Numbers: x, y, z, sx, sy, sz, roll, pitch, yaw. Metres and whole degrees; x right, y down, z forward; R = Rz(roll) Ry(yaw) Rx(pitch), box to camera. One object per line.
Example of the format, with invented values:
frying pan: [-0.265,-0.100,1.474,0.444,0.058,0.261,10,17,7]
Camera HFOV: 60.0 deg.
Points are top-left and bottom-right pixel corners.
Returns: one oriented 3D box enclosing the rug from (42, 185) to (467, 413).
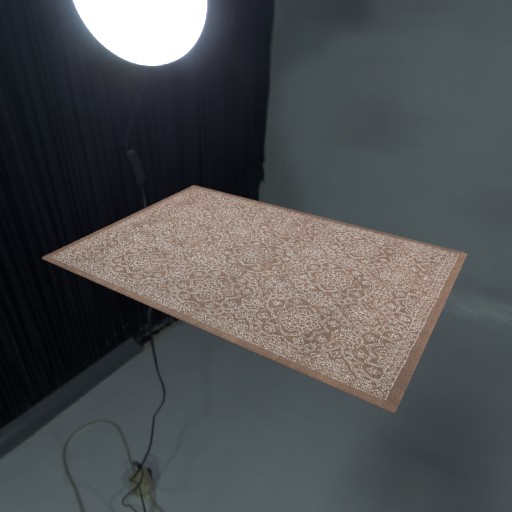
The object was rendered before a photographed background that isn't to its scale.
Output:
rug: [0.000,0.000,2.856,2.286,0.011,1.524,18,34,28]
